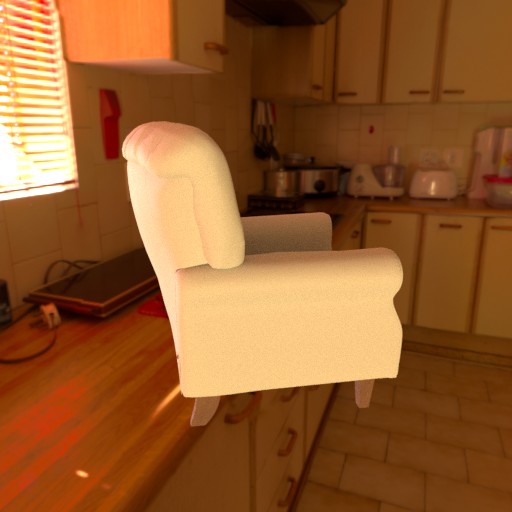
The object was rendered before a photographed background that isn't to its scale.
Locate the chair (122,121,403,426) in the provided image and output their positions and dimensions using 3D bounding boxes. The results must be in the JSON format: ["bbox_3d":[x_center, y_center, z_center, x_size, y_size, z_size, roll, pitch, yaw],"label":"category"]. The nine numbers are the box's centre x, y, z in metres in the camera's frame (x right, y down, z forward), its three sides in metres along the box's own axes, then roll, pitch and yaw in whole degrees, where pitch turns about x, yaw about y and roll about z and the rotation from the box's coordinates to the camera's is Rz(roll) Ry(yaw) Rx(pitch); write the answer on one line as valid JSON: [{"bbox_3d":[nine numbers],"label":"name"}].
[{"bbox_3d":[0.000,0.000,2.105,1.128,1.217,1.090,-3,16,-10],"label":"chair"}]
